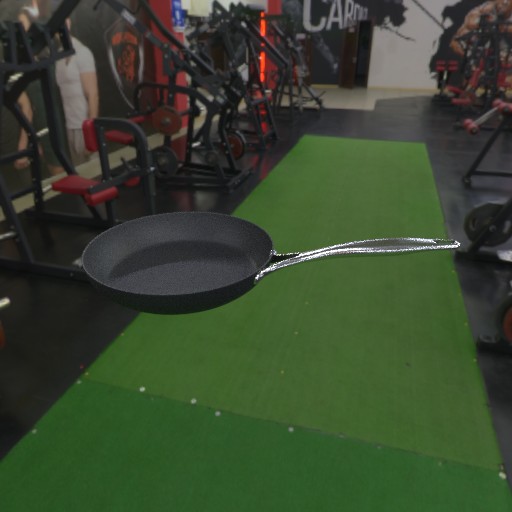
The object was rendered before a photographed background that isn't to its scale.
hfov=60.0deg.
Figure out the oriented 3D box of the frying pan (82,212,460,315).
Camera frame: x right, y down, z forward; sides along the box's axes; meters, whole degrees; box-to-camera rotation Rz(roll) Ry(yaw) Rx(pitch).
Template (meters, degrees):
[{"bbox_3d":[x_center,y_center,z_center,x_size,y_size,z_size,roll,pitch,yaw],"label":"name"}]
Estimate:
[{"bbox_3d":[0.000,0.000,0.574,0.472,0.105,0.255,9,28,16],"label":"frying pan"}]
